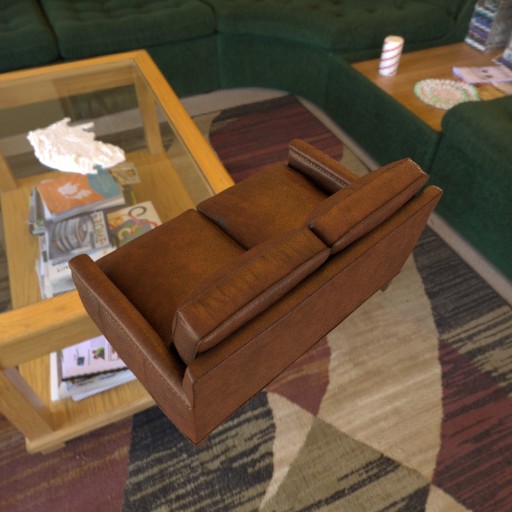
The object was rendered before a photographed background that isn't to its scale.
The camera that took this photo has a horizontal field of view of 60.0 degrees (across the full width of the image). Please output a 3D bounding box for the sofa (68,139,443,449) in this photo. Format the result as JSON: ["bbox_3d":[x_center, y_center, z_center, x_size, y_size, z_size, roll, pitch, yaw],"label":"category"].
[{"bbox_3d":[0.000,0.000,2.328,1.628,1.003,1.083,-34,56,-27],"label":"sofa"}]
